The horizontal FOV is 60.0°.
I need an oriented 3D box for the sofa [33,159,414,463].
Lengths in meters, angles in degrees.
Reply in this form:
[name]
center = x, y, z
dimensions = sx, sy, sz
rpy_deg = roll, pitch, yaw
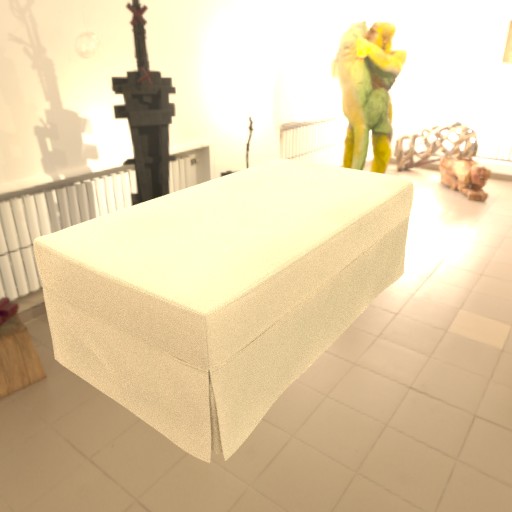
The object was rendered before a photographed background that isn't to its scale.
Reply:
[sofa]
center = 0.000, 0.000, 2.076
dimensions = 0.939, 0.552, 1.677
rpy_deg = 18, 31, 33
